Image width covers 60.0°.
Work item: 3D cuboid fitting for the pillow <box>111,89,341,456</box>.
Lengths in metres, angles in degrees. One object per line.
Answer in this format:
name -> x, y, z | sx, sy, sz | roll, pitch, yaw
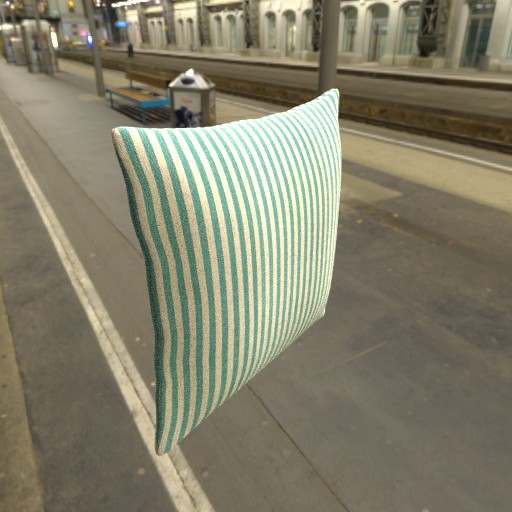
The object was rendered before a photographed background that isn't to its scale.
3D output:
pillow -> 0.000, 0.000, 0.777 | 0.166, 0.510, 0.523 | 19, 32, 33
